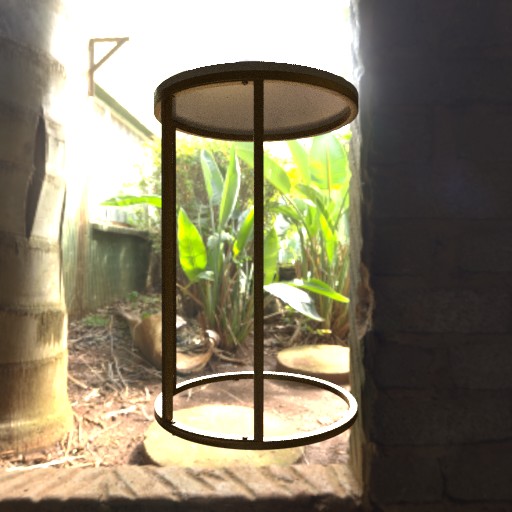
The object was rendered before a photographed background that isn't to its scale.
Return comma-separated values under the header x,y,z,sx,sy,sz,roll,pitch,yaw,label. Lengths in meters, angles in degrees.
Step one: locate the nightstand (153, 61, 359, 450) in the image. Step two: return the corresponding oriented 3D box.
x,y,z,sx,sy,sz,roll,pitch,yaw,label
0.000,0.000,0.890,0.400,0.610,0.400,-1,1,-36,nightstand
